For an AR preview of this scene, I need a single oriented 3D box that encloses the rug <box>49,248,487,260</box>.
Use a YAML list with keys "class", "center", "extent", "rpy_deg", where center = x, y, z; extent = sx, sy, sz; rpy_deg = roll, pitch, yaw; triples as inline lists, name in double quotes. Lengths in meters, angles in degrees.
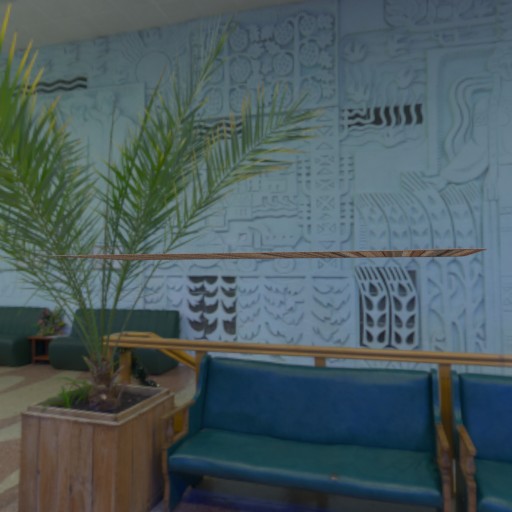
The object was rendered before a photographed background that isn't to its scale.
- class: "rug"
  center: [0.000, 0.000, 2.737]
  extent: [2.444, 0.010, 0.799]
  rpy_deg: [-1, -2, 18]
